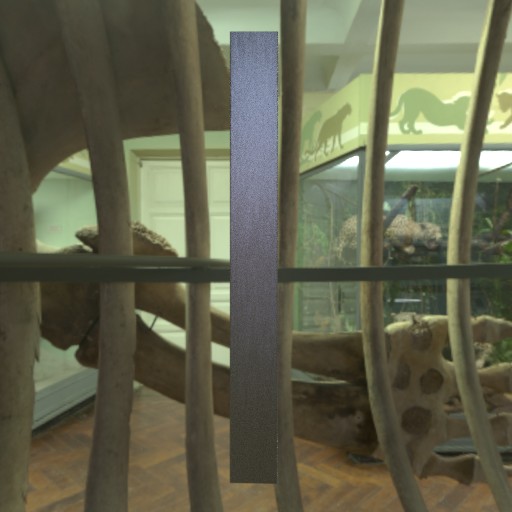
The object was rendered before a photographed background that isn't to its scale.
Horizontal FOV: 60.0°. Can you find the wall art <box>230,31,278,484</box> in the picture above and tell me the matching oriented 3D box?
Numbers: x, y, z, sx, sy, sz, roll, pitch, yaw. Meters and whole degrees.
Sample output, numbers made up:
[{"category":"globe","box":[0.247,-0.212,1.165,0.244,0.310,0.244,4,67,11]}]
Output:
[{"category":"wall art","box":[0.000,0.000,0.518,0.038,0.350,0.350,0,1,0]}]
